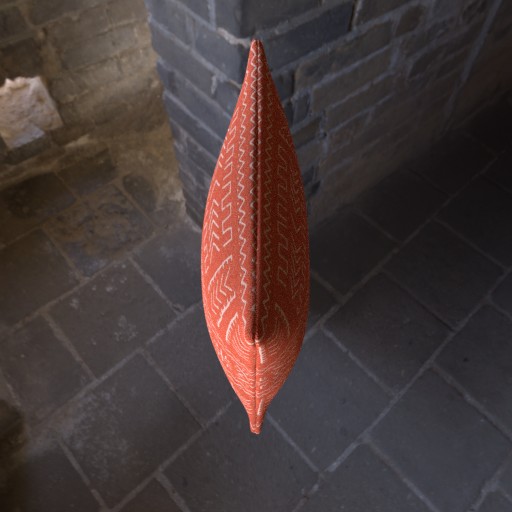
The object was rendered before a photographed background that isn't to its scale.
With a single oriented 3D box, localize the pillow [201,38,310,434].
[{"bbox_3d":[0.000,0.000,0.669,0.164,0.429,0.438,0,59,0],"label":"pillow"}]
